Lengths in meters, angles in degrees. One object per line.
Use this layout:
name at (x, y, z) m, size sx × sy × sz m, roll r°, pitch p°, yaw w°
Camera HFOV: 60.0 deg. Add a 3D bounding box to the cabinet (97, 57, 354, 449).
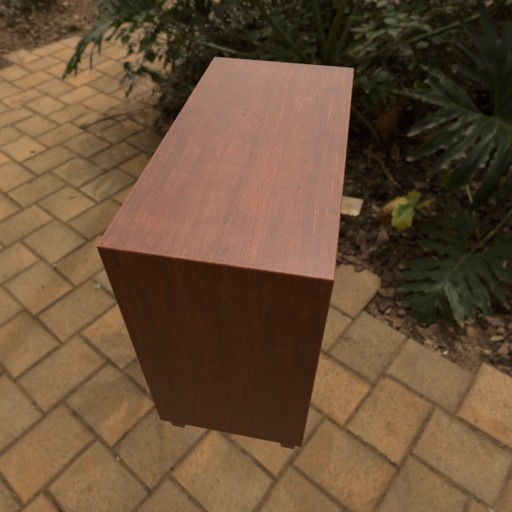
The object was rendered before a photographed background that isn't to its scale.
cabinet at (0.000, 0.000, 1.279) m, size 0.412 × 0.785 × 0.796 m, roll 8°, pitch 47°, yaw 8°
